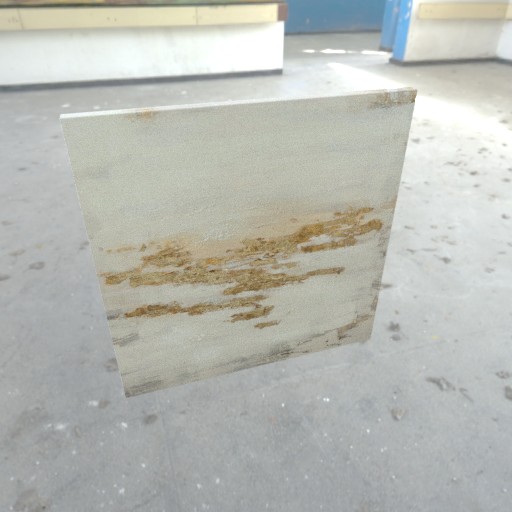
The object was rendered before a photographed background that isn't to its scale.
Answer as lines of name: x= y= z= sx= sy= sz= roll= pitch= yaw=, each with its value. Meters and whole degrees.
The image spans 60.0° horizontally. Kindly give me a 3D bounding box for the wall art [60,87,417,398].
wall art: x=0.000 y=0.000 z=1.497 sx=1.015 sy=1.018 sz=0.040 roll=-10 pitch=34 yaw=-15
